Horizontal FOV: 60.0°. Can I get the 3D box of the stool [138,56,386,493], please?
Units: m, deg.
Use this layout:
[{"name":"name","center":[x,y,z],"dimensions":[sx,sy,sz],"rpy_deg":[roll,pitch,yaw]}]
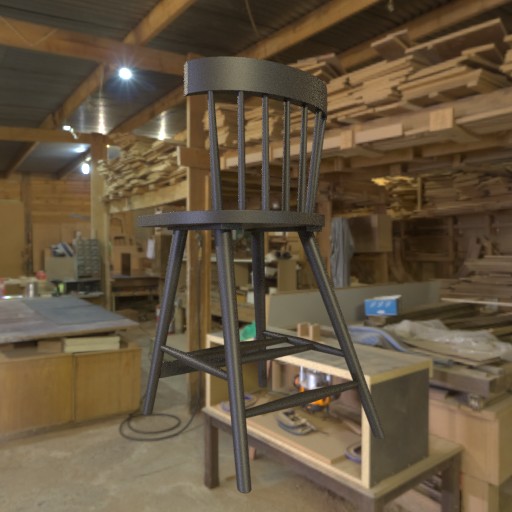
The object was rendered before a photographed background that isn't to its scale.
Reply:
[{"name":"stool","center":[0.000,0.000,1.244],"dimensions":[0.494,0.953,0.549],"rpy_deg":[-1,2,-36]}]
